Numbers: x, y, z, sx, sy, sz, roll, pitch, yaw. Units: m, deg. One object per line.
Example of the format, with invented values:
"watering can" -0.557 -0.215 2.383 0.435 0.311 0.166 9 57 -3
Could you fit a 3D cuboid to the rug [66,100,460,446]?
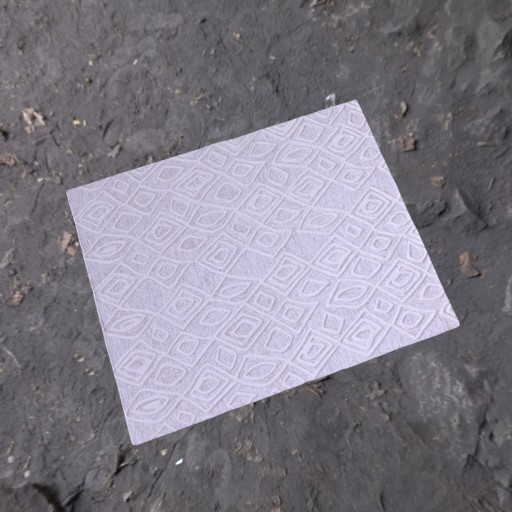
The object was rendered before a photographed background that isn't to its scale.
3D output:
"rug" 0.000 0.000 4.129 3.049 0.025 2.449 -19 76 -5
